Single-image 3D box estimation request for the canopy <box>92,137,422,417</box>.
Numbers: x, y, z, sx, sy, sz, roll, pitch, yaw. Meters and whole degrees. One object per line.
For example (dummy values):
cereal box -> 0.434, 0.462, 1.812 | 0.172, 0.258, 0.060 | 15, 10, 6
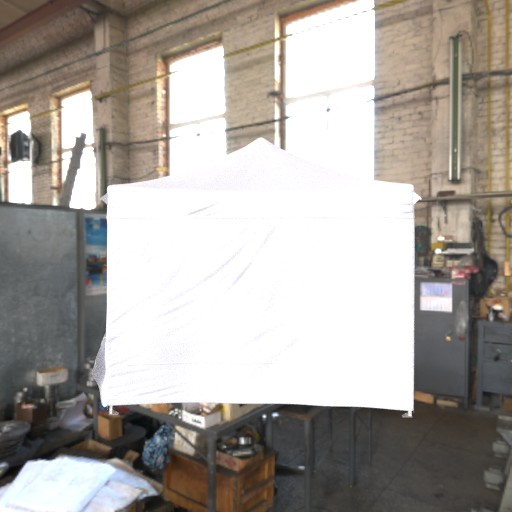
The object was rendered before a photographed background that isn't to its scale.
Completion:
canopy -> 0.000, 0.000, 5.609 | 3.121, 2.997, 3.043 | 0, 1, 1
